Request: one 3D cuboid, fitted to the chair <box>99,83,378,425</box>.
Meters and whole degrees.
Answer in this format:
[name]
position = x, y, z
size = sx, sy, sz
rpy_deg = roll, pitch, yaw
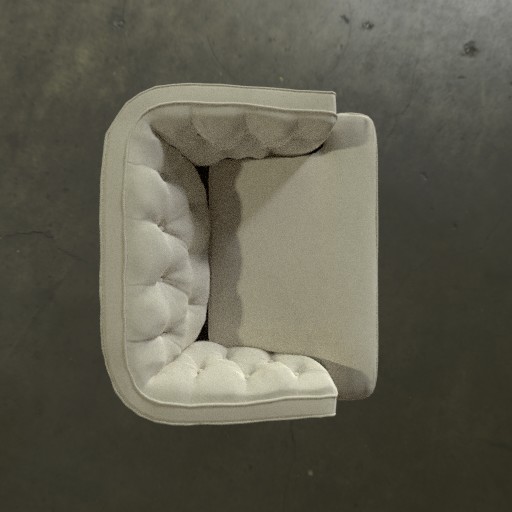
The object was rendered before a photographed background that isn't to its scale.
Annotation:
[chair]
position = 0.000, 0.000, 1.718
size = 0.941, 0.852, 1.104
rpy_deg = 0, 90, -1
